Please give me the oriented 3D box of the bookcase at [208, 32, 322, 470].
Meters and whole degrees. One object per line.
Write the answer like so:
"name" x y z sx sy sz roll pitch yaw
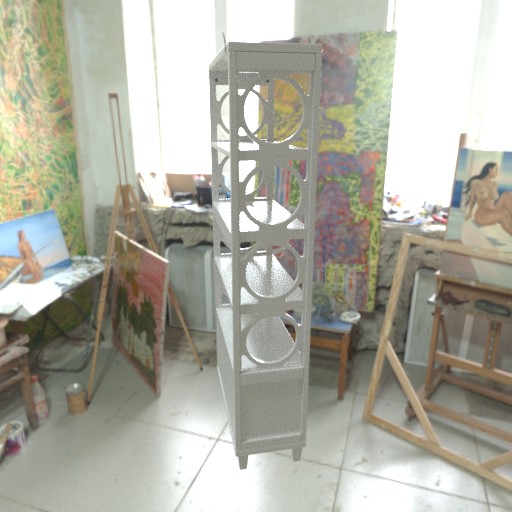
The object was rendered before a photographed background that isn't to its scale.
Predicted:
"bookcase" 0.000 0.000 2.161 0.361 1.869 0.761 -3 18 -11
